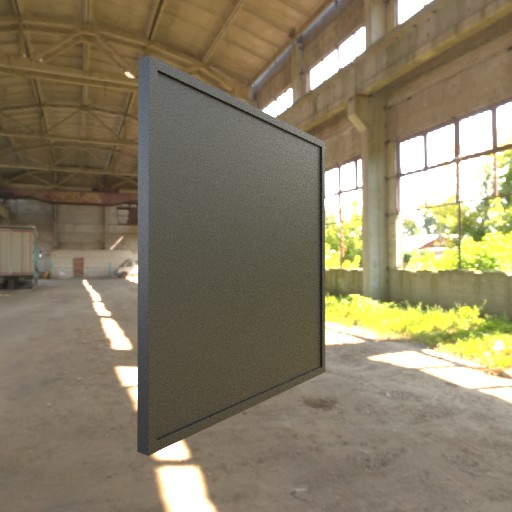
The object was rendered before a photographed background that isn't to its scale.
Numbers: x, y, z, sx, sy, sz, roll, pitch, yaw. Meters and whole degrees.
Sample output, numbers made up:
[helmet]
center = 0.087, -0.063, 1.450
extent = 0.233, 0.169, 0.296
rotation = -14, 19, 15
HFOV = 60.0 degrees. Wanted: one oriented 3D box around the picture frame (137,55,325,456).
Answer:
[picture frame]
center = 0.000, 0.000, 1.183
extent = 0.032, 0.775, 0.775
rotation = 0, -1, 35
